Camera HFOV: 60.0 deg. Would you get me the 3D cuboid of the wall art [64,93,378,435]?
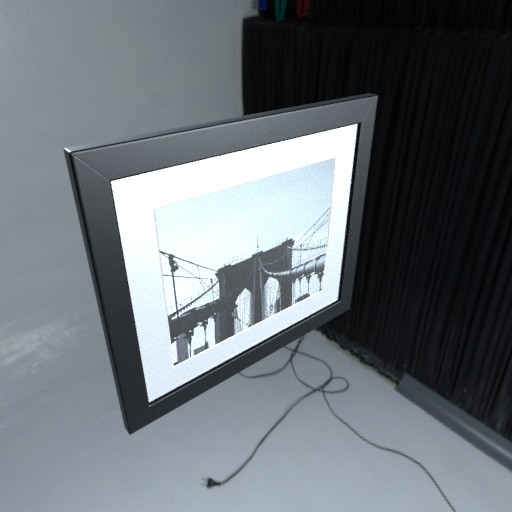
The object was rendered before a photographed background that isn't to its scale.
[{"bbox_3d":[0.000,0.000,0.727,0.521,0.450,0.018,-22,37,-33],"label":"wall art"}]
